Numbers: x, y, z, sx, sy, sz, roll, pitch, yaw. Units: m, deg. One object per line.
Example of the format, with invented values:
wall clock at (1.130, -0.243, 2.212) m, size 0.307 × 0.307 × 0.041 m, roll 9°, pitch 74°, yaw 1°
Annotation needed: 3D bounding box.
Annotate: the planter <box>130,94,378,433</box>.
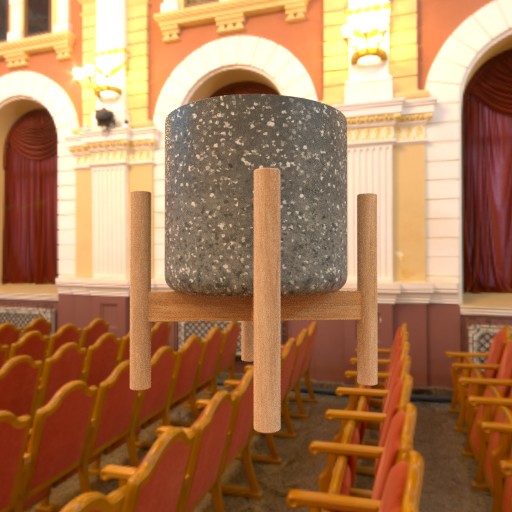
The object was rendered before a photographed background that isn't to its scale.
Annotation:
planter at (0.000, 0.000, 0.550) m, size 0.284 × 0.320 × 0.284 m, roll 0°, pitch -1°, yaw 18°
